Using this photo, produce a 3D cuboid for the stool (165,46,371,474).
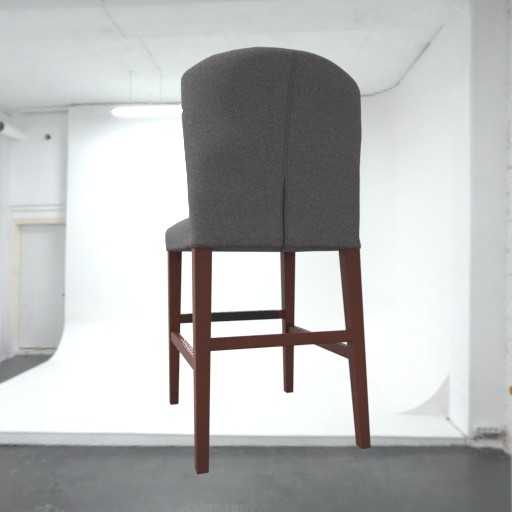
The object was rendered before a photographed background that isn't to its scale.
[{"bbox_3d":[0.000,0.000,1.291,0.481,0.968,0.568,0,0,-18],"label":"stool"}]
